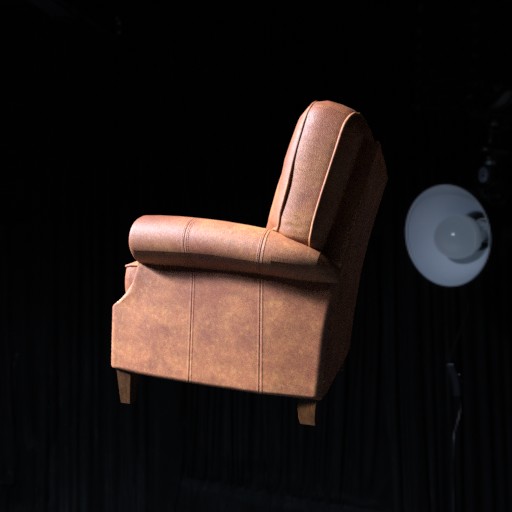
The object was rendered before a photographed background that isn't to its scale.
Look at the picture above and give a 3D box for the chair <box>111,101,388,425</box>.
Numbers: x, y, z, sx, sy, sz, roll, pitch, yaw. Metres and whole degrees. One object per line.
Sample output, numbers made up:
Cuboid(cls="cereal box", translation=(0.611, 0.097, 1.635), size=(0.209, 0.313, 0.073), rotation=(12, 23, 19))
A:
Cuboid(cls="chair", translation=(0.000, 0.000, 1.766), size=(0.986, 1.018, 0.936), rotation=(0, 1, 18))
